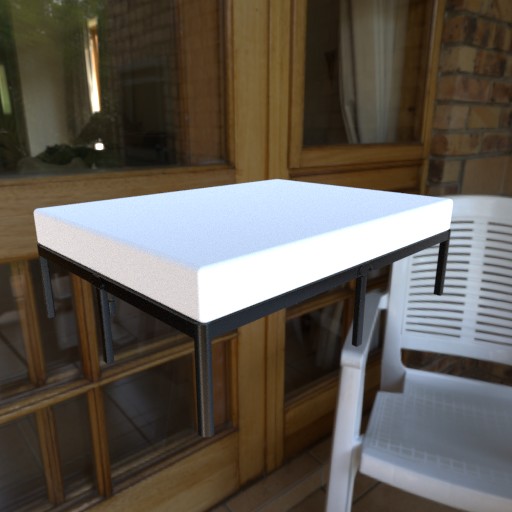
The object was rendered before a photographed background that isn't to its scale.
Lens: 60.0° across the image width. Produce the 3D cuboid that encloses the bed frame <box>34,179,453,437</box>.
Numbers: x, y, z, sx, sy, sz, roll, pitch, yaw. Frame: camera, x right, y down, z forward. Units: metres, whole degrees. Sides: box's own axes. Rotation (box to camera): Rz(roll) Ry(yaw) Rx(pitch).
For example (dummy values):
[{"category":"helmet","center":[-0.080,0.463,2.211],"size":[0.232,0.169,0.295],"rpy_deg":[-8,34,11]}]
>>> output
[{"category":"bed frame","center":[0.000,0.000,2.754],"size":[2.072,0.659,1.557],"rpy_deg":[-16,23,-42]}]
